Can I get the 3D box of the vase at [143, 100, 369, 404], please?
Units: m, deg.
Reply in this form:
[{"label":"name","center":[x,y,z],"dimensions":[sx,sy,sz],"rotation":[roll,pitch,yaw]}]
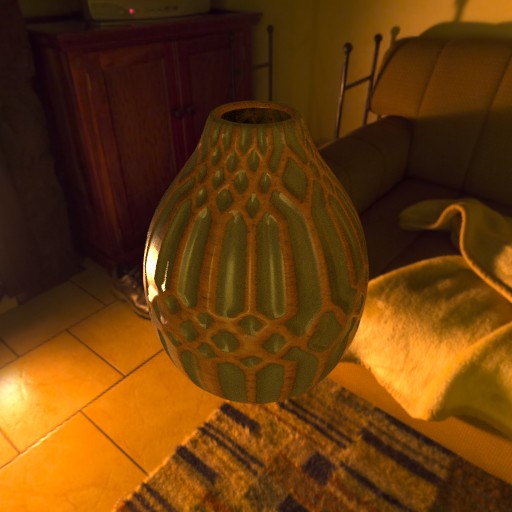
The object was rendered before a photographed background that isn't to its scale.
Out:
[{"label":"vase","center":[0.000,0.000,0.137],"dimensions":[0.069,0.088,0.069],"rotation":[0,33,0]}]
